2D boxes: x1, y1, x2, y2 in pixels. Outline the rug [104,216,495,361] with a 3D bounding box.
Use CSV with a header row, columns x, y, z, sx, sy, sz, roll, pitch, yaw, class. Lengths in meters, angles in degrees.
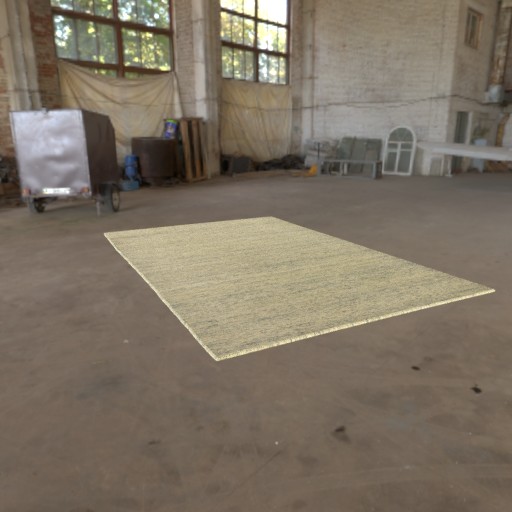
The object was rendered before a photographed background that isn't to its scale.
x,y,z,sx,sy,sz,roll,pitch,yaw,class
0.000,0.000,2.314,1.243,0.014,1.846,-8,17,-27,rug
